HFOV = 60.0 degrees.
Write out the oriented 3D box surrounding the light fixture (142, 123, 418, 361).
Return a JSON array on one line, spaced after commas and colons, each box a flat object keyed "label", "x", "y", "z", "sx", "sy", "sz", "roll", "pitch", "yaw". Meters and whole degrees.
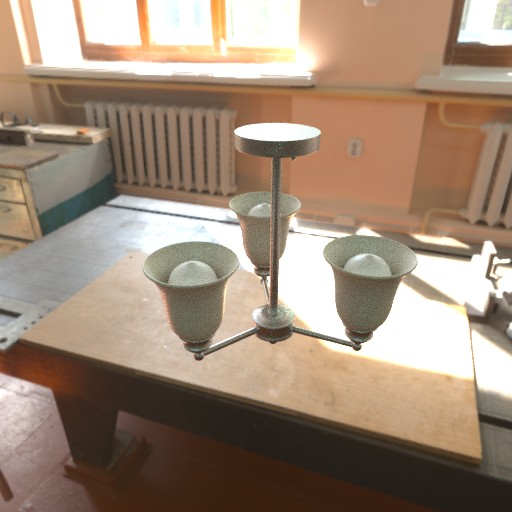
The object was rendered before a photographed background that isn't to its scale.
[{"label": "light fixture", "x": 0.000, "y": 0.000, "z": 0.685, "sx": 0.354, "sy": 0.370, "sz": 0.388, "roll": -18, "pitch": 32, "yaw": -31}]
